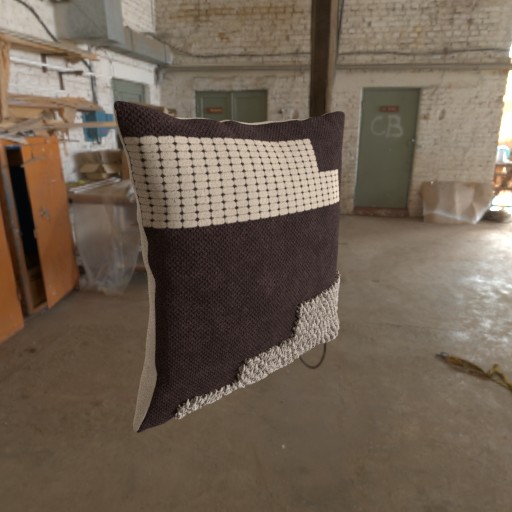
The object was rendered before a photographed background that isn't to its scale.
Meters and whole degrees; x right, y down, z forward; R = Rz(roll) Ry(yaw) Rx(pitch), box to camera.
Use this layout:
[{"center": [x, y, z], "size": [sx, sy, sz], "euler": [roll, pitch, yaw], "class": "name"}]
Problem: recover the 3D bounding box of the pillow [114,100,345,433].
[{"center": [0.000, 0.000, 0.736], "size": [0.475, 0.473, 0.178], "euler": [-16, 23, -43], "class": "pillow"}]
